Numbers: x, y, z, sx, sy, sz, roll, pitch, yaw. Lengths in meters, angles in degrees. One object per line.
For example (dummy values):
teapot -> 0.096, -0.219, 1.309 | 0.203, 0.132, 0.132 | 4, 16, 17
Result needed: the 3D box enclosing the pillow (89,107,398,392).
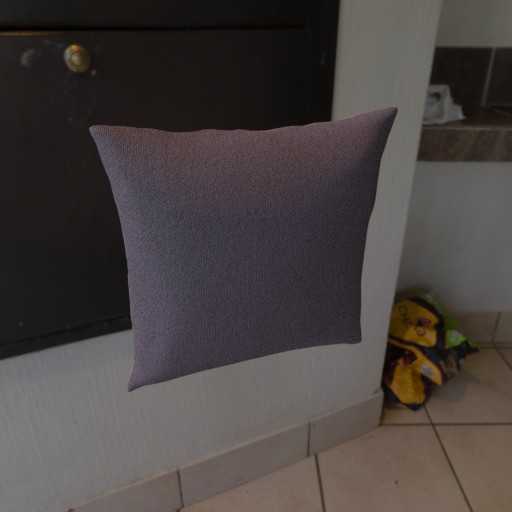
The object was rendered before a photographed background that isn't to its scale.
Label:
pillow -> 0.000, 0.000, 0.709 | 0.452, 0.439, 0.204 | -9, 28, -17
